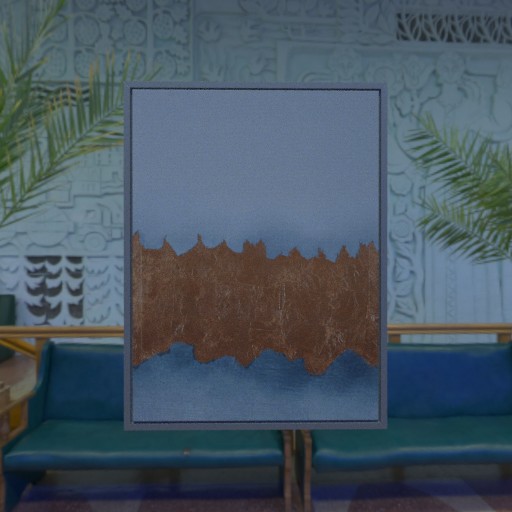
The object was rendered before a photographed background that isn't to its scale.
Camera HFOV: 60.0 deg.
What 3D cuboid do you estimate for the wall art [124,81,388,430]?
[{"bbox_3d":[0.000,0.000,1.342,0.789,1.042,0.034,0,0,-1],"label":"wall art"}]
